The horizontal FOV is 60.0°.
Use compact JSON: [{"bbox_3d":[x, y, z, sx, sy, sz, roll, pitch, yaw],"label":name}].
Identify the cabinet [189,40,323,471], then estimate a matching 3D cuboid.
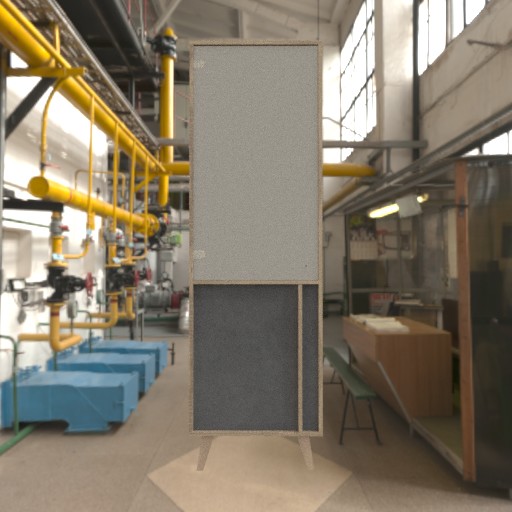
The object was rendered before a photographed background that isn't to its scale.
[{"bbox_3d":[0.000,0.000,2.096,0.570,1.850,0.400,0,-1,0],"label":"cabinet"}]
